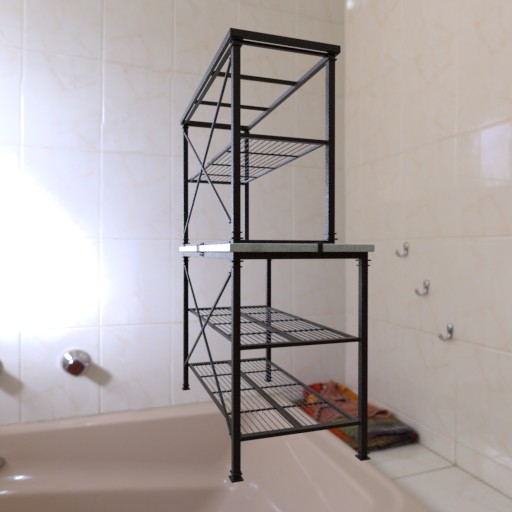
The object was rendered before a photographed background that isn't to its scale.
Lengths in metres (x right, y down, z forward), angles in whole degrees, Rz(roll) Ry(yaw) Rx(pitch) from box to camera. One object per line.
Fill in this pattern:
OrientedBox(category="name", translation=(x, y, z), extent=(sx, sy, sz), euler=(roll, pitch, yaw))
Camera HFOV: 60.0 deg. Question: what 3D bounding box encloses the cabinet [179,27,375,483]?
OrientedBox(category="cabinet", translation=(0.000, 0.000, 2.261), extent=(0.610, 1.659, 1.210), euler=(0, 1, -18))
